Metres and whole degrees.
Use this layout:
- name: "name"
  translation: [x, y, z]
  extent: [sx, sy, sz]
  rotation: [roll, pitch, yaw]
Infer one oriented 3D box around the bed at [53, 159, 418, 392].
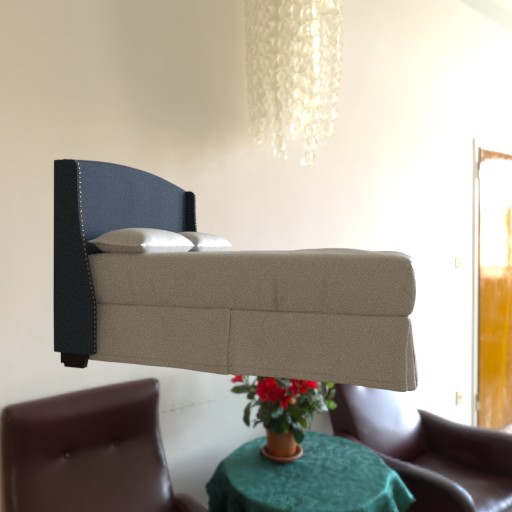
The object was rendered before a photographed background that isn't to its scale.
- name: "bed"
  translation: [0.000, 0.000, 3.319]
  extent: [2.237, 1.407, 1.710]
  rotation: [0, 1, 18]
